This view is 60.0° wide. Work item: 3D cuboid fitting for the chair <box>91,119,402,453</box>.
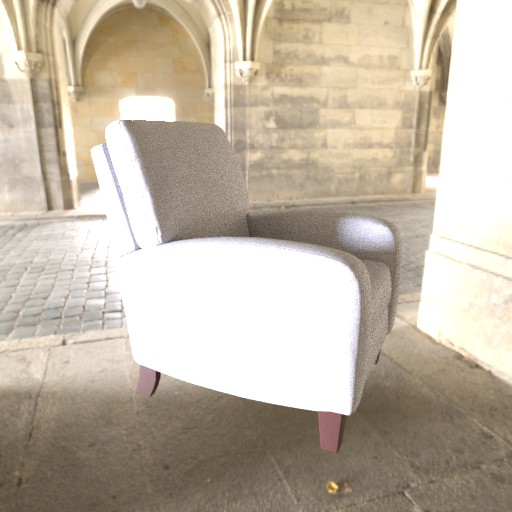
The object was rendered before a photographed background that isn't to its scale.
[{"bbox_3d":[0.000,0.000,1.681,0.990,0.990,0.762,7,16,25],"label":"chair"}]
